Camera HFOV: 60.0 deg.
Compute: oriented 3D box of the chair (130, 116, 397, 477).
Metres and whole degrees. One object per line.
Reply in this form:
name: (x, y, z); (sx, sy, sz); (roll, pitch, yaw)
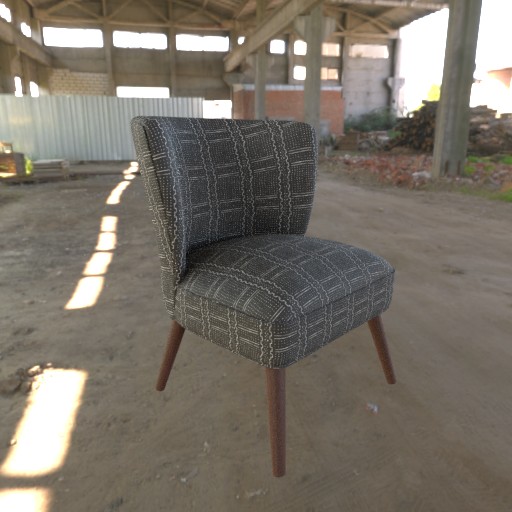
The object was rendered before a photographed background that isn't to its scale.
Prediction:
chair: (0.000, 0.000, 1.425); (0.758, 0.866, 0.710); (14, 21, 42)
